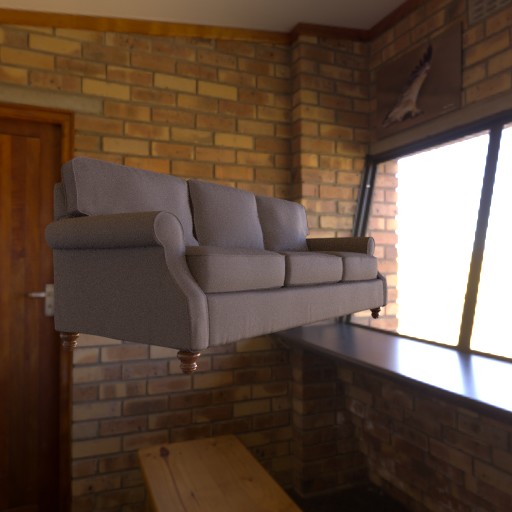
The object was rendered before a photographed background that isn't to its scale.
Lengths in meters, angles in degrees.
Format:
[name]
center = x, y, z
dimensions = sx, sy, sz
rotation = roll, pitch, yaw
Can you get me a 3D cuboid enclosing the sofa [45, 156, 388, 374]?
[sofa]
center = 0.000, 0.000, 2.798
dimensions = 0.966, 0.948, 2.353
rotation = -1, -1, 35
